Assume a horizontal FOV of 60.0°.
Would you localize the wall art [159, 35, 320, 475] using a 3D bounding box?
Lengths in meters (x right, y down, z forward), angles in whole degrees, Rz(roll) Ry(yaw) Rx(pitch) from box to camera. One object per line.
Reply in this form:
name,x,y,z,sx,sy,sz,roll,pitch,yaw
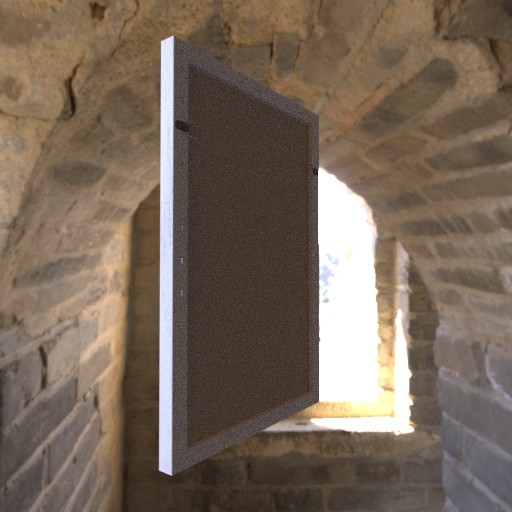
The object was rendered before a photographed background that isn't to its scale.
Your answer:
wall art,0.000,0.000,1.179,0.043,0.914,0.624,-1,-2,37
